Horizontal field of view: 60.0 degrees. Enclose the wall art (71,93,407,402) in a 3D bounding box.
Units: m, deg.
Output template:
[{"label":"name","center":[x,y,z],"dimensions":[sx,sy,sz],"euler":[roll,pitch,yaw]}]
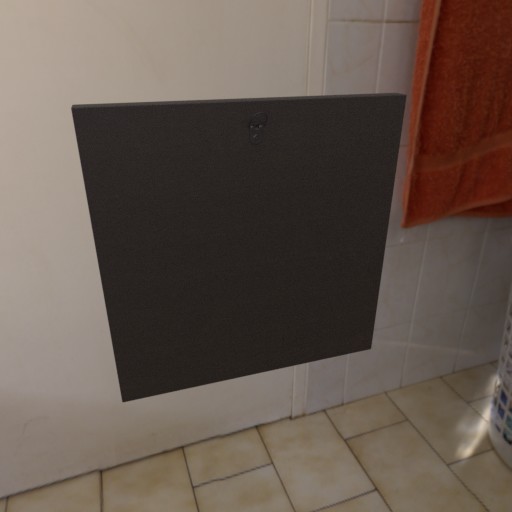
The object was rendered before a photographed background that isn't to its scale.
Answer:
[{"label":"wall art","center":[0.000,0.000,0.523],"dimensions":[0.349,0.349,0.038],"euler":[-8,27,-16]}]
